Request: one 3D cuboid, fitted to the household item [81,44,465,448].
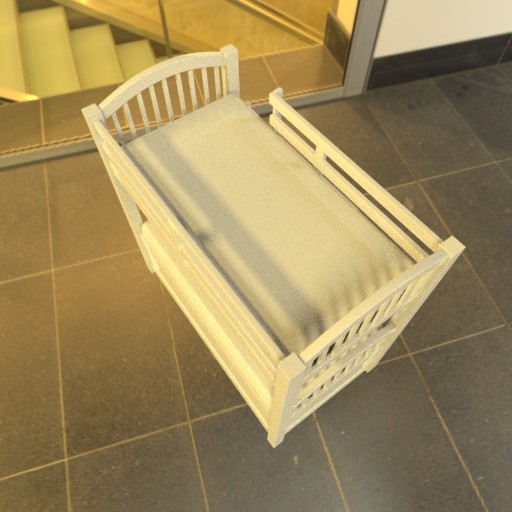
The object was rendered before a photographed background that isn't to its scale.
[{"bbox_3d":[0.000,0.000,3.221,1.143,2.032,2.032,-32,64,-18],"label":"household item"}]
